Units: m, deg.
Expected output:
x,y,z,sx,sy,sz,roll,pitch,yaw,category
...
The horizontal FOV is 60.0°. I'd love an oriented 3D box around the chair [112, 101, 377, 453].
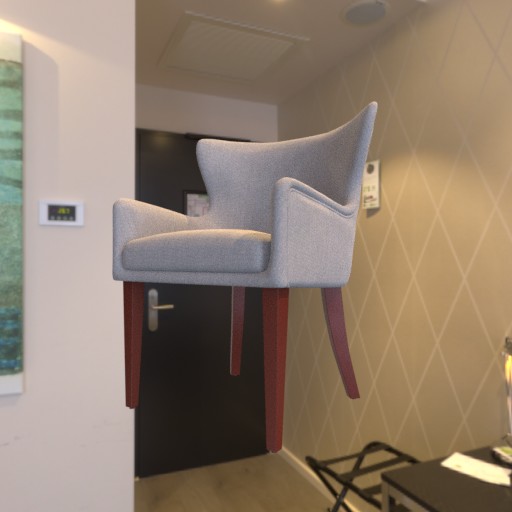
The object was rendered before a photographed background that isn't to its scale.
x,y,z,sx,sy,sz,roll,pitch,yaw,category
0.000,0.000,1.453,0.732,0.948,0.677,0,-1,36,chair
